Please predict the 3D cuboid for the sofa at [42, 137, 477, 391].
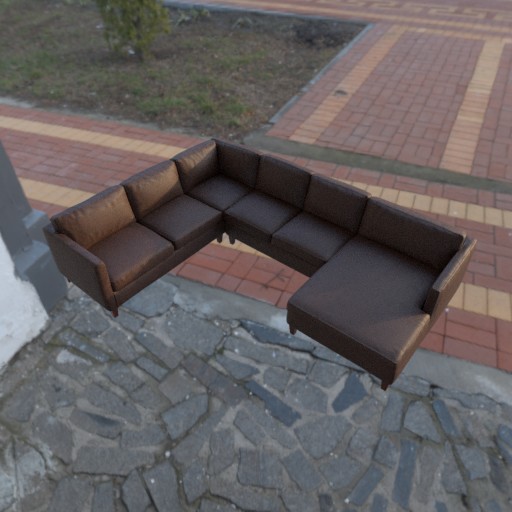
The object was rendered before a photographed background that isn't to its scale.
[{"bbox_3d":[0.000,0.000,4.493,3.460,0.923,2.593,28,48,29],"label":"sofa"}]
